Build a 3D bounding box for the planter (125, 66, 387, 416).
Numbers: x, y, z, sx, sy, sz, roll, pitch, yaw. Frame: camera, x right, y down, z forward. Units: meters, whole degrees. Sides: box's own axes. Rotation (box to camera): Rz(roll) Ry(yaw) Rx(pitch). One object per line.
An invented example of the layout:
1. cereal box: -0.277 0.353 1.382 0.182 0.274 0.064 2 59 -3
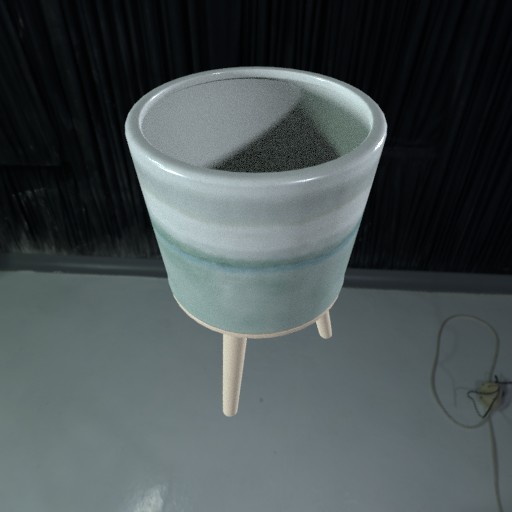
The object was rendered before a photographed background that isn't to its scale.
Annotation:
1. planter: 0.000 0.000 0.591 0.265 0.404 0.265 1 42 1
